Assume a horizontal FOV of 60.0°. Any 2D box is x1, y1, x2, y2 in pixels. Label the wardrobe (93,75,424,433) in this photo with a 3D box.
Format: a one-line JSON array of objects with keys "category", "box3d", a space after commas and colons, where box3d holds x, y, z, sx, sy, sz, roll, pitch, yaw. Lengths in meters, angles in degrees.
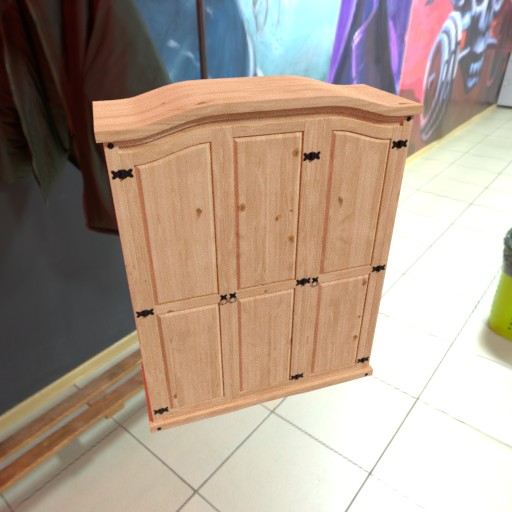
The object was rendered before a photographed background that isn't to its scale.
[{"category": "wardrobe", "box3d": [0.000, 0.000, 2.586, 1.500, 1.870, 0.570, -10, 32, -15]}]
